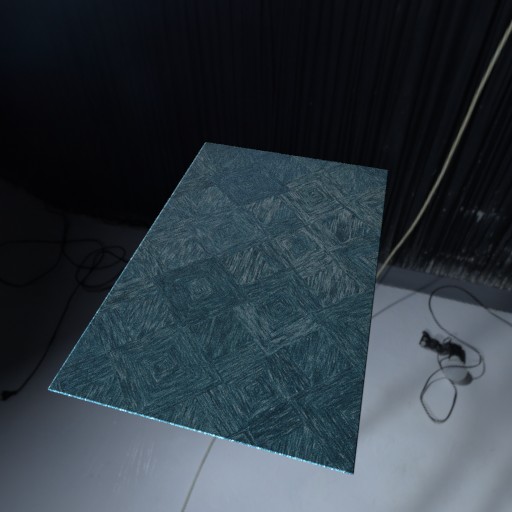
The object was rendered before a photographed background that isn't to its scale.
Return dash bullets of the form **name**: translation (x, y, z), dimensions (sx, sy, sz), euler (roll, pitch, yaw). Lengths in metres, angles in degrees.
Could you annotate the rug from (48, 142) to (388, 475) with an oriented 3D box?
- **rug**: translation (0.000, 0.000, 2.789), dimensions (1.490, 0.015, 2.277), euler (11, 48, 10)
